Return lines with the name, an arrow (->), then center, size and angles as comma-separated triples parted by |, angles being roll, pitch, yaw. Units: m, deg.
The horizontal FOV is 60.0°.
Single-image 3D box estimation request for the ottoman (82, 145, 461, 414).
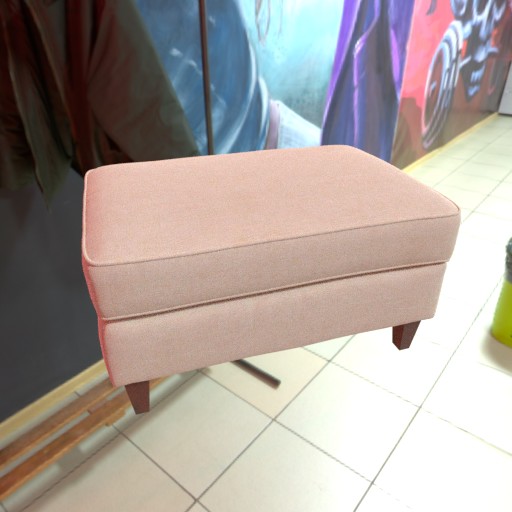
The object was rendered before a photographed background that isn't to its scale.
ottoman -> 0.000, 0.000, 1.244 | 0.862, 0.484, 0.583 | -9, 31, -15
